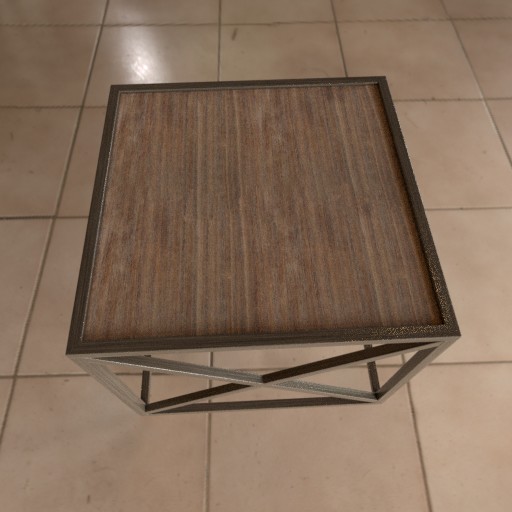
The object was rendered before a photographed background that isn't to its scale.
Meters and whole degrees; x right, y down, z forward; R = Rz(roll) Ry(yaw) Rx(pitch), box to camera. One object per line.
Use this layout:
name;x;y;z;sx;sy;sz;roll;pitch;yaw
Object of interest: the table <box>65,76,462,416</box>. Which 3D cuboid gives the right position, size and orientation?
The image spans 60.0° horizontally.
table;0.000;0.000;1.051;0.611;0.507;0.609;-2;60;-1
